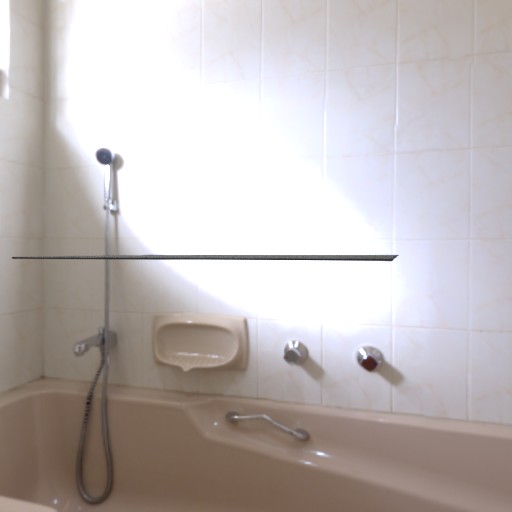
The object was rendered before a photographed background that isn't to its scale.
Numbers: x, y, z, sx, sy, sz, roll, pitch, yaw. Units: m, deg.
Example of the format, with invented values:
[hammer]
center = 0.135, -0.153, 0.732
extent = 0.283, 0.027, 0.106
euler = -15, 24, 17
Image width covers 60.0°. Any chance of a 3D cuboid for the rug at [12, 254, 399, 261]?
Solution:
[rug]
center = 0.000, 0.000, 4.032
extent = 2.456, 0.021, 3.068
euler = 0, 1, 18
